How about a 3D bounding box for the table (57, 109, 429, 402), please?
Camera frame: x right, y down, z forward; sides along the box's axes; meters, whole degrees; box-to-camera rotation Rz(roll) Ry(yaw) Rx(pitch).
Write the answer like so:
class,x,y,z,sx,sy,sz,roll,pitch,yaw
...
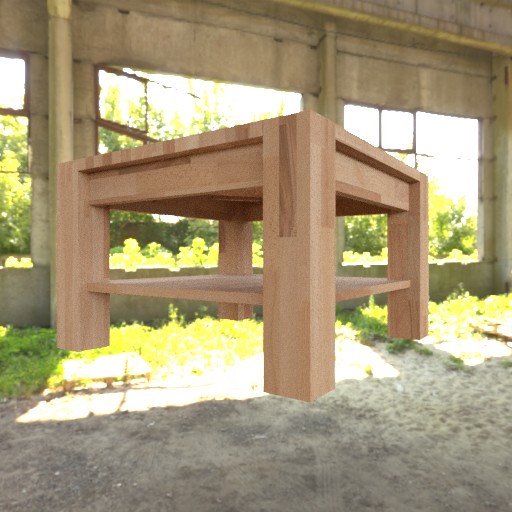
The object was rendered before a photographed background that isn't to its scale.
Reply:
class,x,y,z,sx,sy,sz,roll,pitch,yaw
table,0.000,0.000,1.167,0.700,0.451,0.700,0,0,35
